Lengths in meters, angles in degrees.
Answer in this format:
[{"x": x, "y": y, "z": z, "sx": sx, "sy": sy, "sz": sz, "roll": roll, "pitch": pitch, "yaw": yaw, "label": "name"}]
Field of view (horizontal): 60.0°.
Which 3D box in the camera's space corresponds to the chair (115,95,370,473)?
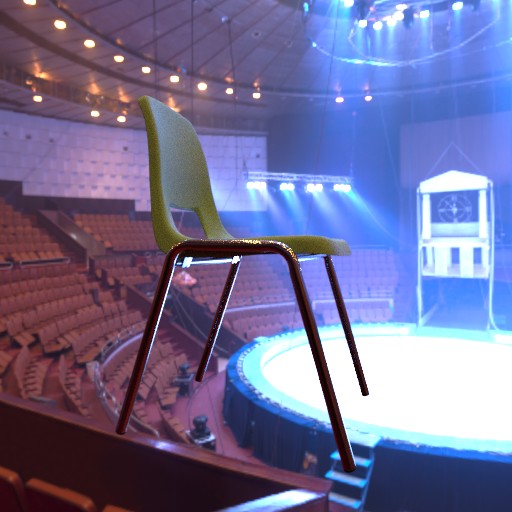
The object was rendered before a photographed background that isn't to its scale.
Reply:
[{"x": 0.000, "y": 0.000, "z": 0.908, "sx": 0.436, "sy": 0.653, "sz": 0.381, "roll": 0, "pitch": 1, "yaw": 18, "label": "chair"}]
